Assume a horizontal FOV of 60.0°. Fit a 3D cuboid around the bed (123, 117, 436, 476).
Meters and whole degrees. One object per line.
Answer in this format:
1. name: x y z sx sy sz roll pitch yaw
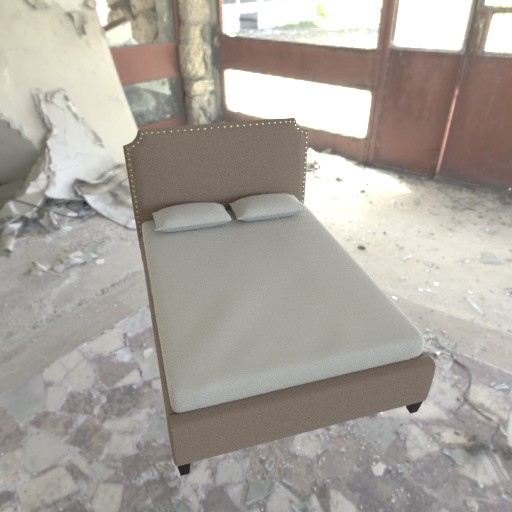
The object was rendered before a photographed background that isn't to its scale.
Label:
1. bed: 0.000 0.000 3.405 1.713 1.443 2.372 -9 33 -14
